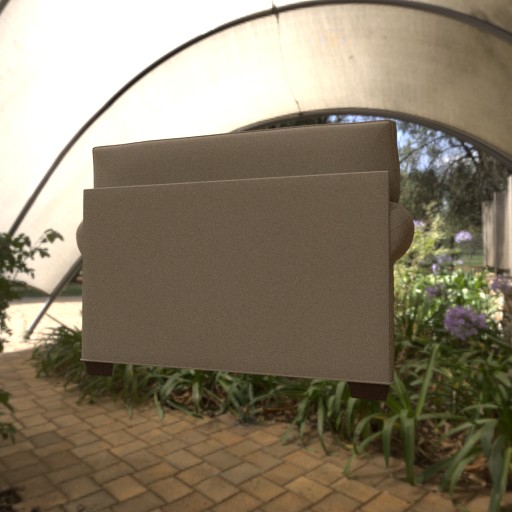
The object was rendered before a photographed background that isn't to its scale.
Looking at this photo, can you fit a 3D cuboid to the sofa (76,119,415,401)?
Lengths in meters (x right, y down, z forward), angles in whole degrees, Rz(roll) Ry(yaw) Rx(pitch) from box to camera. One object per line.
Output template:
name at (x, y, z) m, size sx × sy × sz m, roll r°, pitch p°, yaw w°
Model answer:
sofa at (0.000, 0.000, 2.110) m, size 1.405 × 1.006 × 0.937 m, roll 0°, pitch -1°, yaw 17°
